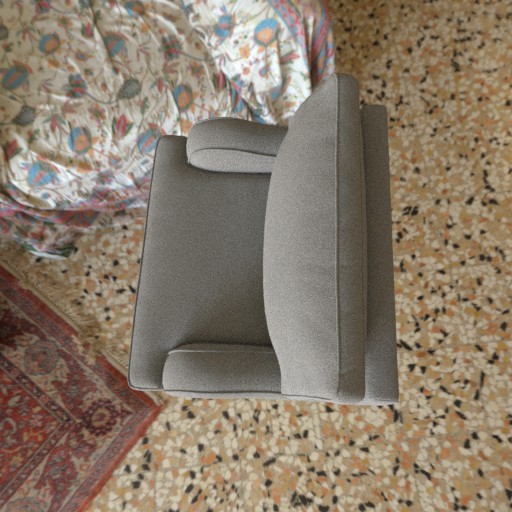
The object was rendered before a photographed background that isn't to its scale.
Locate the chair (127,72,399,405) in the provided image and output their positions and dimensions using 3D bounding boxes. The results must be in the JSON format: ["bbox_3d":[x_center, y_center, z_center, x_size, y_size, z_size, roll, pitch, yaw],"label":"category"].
[{"bbox_3d":[0.000,0.000,1.972,1.040,1.016,1.220,3,74,1],"label":"chair"}]
